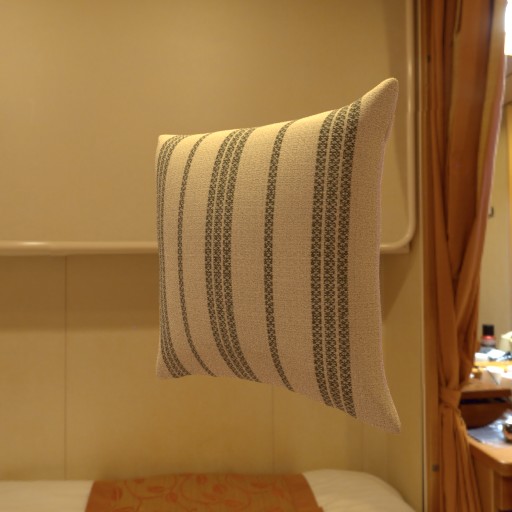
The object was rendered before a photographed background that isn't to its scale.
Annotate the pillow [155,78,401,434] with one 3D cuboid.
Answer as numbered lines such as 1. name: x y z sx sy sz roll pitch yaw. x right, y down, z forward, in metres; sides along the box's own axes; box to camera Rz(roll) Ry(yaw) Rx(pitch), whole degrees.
1. pillow: 0.000 0.000 0.622 0.405 0.406 0.173 0 -1 36
